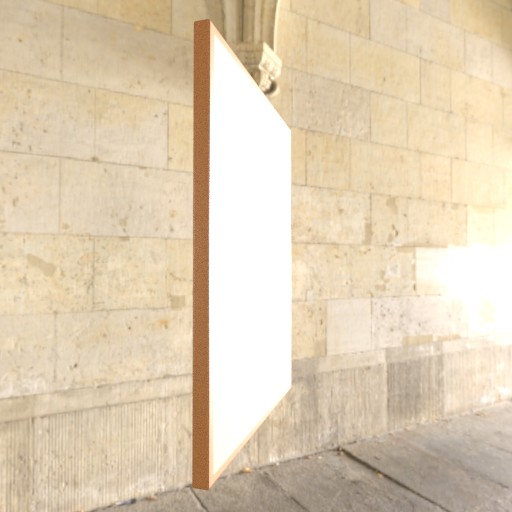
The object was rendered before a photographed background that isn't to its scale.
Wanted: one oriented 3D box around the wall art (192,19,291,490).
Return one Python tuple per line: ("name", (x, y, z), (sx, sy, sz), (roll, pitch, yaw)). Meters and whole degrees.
("wall art", (0.000, 0.000, 0.733), (0.021, 0.550, 0.449), (0, -1, 17))
